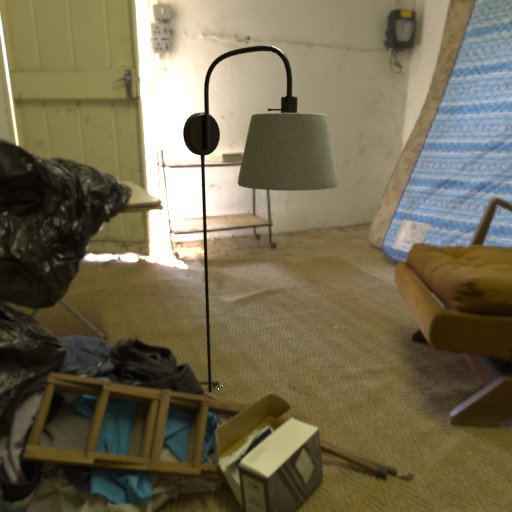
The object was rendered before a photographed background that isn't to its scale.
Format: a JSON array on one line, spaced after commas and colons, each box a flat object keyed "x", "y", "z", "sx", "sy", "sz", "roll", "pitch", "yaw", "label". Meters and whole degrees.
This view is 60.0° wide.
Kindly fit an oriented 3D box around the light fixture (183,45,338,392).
[{"x": 0.000, "y": 0.000, "z": 0.459, "sx": 0.092, "sy": 0.399, "sz": 0.176, "roll": -15, "pitch": 22, "yaw": -42, "label": "light fixture"}]
